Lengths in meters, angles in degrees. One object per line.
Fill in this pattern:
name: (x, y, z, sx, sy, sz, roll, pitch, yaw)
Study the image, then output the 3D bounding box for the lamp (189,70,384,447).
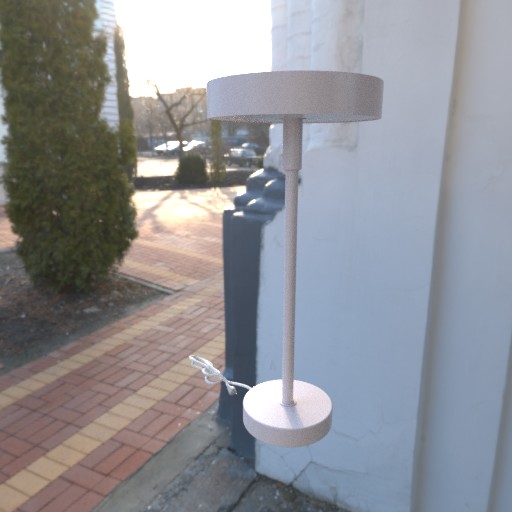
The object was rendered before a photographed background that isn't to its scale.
lamp: (0.000, 0.000, 0.691, 0.229, 0.508, 0.369, -14, 19, -43)
